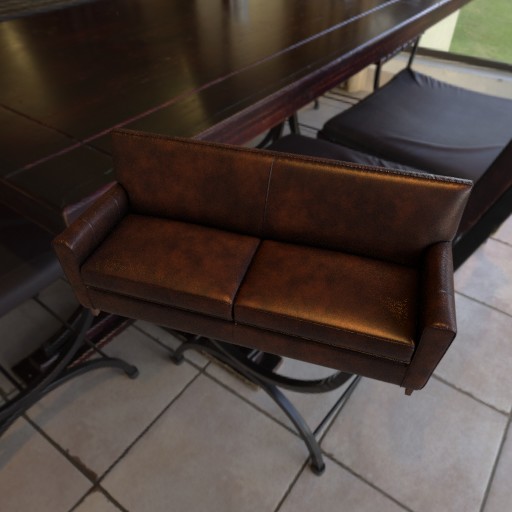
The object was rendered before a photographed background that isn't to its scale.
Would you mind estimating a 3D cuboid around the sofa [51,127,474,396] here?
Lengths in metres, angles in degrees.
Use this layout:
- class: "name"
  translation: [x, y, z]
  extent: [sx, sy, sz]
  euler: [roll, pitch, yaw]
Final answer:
- class: "sofa"
  translation: [0.000, 0.000, 2.405]
  extent: [1.995, 0.871, 0.786]
  euler: [12, 43, 13]
